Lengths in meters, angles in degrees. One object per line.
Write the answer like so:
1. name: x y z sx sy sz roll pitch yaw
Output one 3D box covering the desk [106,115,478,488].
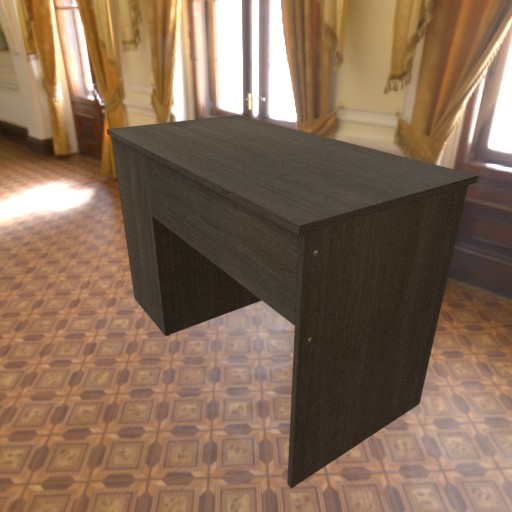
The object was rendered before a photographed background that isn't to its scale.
1. desk: 0.000 0.000 1.500 0.560 0.730 1.096 -17 31 -30
